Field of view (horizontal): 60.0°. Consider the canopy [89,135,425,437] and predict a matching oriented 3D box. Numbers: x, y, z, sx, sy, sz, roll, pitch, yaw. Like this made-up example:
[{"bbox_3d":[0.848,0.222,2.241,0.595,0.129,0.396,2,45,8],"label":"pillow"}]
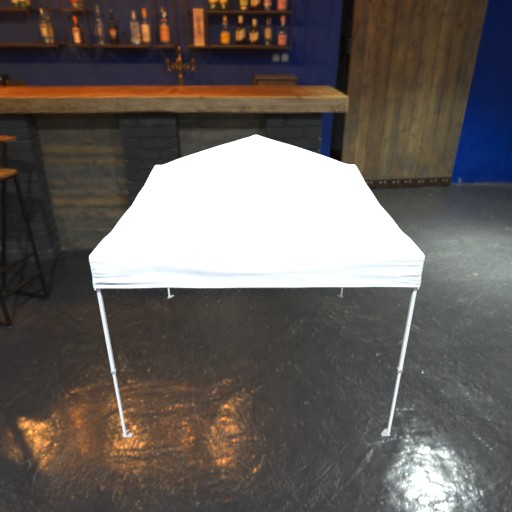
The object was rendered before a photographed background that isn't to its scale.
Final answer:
[{"bbox_3d":[0.000,0.000,5.564,2.998,2.997,2.996,0,27,0],"label":"canopy"}]
